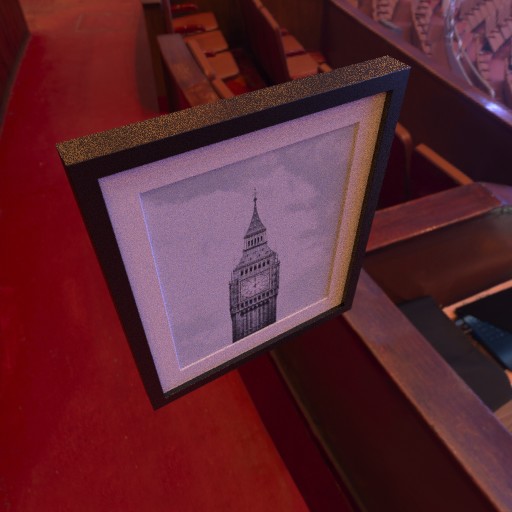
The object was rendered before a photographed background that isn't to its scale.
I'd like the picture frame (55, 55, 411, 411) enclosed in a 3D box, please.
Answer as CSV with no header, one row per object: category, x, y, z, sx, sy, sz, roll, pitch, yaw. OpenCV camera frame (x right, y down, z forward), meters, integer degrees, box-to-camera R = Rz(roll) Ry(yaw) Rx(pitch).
picture frame,0.000,0.000,0.513,0.328,0.378,0.034,-23,50,-21
